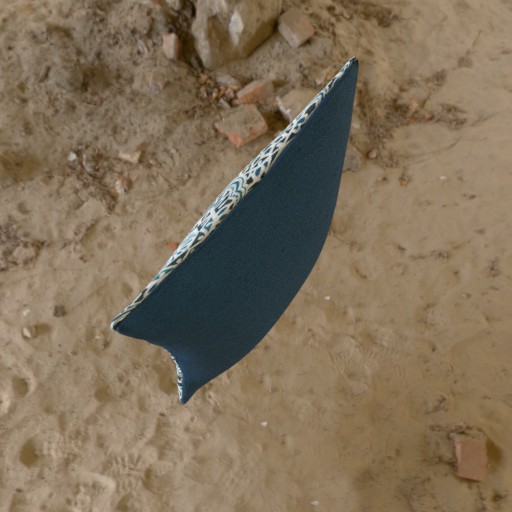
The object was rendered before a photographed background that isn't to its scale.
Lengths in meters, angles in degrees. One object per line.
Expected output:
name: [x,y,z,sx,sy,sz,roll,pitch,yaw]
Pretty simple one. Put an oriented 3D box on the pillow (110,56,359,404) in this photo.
pillow: [0.000,0.000,0.656,0.145,0.420,0.440,33,68,15]
